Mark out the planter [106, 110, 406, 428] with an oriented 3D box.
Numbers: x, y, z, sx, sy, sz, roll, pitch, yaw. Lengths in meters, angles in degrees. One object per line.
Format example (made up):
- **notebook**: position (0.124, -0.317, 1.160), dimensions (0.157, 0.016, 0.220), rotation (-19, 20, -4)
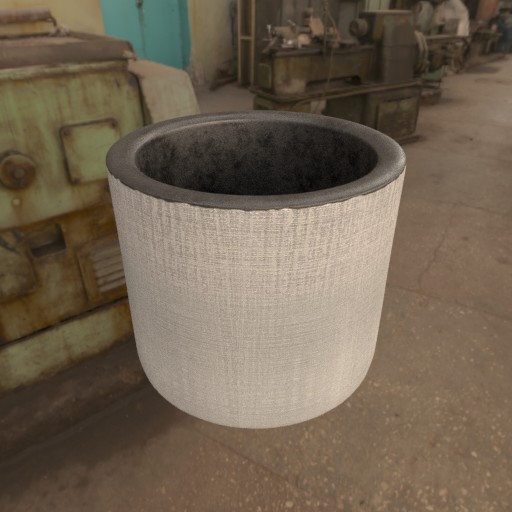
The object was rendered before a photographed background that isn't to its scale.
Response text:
- **planter**: position (0.000, 0.000, 0.217), dimensions (0.125, 0.112, 0.125), rotation (0, 31, 0)
